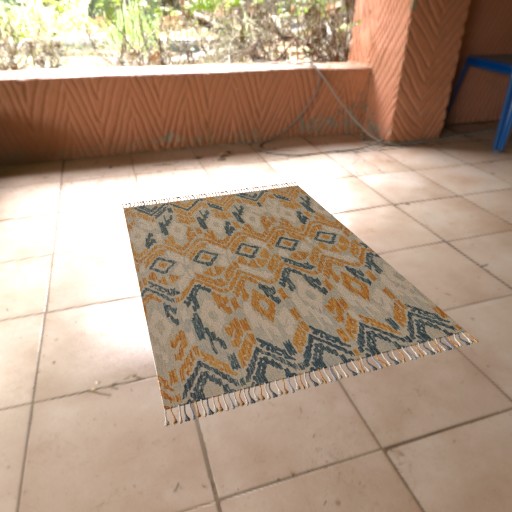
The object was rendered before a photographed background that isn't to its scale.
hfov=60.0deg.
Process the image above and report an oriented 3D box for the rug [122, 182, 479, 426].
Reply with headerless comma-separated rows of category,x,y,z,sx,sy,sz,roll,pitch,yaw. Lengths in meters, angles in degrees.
rug,0.000,0.000,2.305,1.230,0.008,1.827,-10,32,-16
